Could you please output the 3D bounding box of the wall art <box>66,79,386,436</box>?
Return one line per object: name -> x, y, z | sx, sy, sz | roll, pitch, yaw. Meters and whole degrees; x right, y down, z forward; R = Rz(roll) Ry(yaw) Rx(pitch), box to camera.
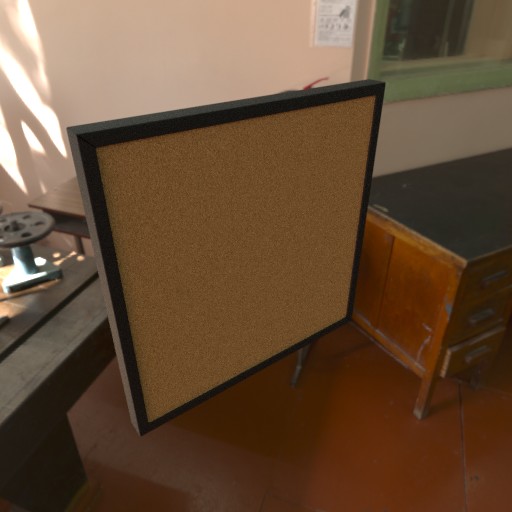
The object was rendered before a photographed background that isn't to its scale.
wall art -> 0.000, 0.000, 0.749 | 0.508, 0.508, 0.037 | -21, 37, -30
